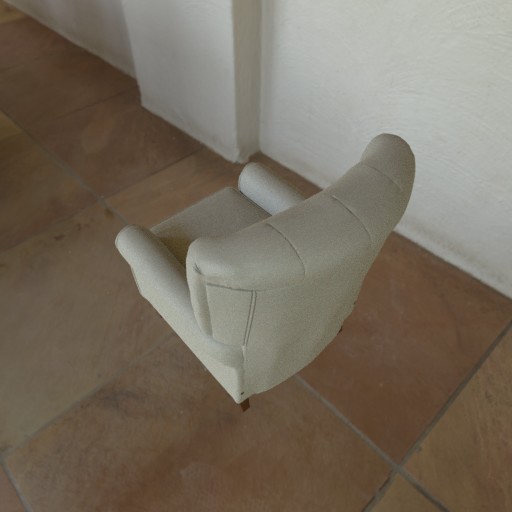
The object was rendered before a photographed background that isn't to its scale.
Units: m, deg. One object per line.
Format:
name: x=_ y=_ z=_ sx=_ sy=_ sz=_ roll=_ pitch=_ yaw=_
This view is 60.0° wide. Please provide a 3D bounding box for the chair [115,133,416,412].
chair: x=0.000 y=0.000 z=1.925 sx=0.943 sy=1.158 sz=1.059 roll=-32 pitch=55 yaw=-26
